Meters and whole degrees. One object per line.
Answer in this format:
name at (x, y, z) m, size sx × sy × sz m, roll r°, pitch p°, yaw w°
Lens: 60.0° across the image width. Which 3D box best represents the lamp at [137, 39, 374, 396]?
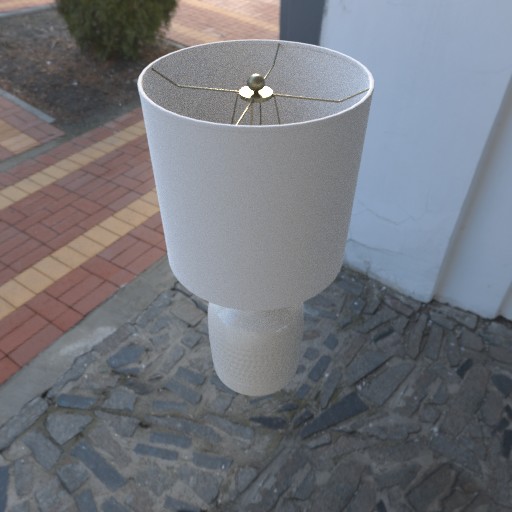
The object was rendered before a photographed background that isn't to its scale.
lamp at (0.000, 0.000, 0.488) m, size 0.188 × 0.392 × 0.188 m, roll -27°, pitch 49°, yaw -27°
